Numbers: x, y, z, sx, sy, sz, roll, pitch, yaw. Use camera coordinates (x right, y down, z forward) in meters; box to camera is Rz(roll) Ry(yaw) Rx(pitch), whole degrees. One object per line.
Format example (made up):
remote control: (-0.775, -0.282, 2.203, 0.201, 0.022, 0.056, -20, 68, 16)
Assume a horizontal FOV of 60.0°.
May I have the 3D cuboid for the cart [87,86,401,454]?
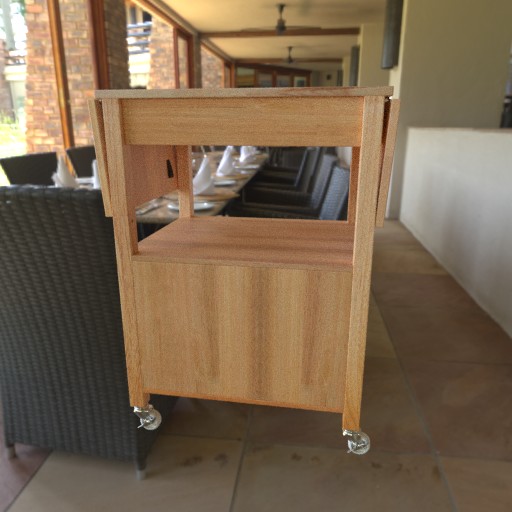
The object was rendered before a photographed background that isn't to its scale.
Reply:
cart: (0.000, 0.000, 1.231, 0.640, 0.838, 0.508, 3, 17, 9)
